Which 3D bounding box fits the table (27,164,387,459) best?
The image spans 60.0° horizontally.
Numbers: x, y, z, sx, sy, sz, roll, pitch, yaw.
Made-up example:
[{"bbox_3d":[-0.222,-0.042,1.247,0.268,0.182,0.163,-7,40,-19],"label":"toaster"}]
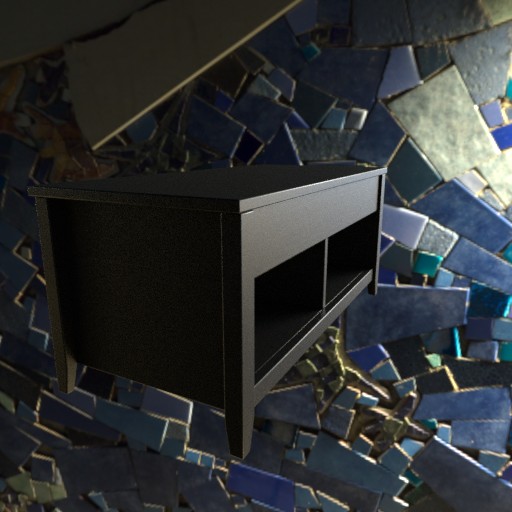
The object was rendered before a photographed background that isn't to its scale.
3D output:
[{"bbox_3d":[0.000,0.000,1.253,0.483,0.457,1.016,7,16,27],"label":"table"}]
